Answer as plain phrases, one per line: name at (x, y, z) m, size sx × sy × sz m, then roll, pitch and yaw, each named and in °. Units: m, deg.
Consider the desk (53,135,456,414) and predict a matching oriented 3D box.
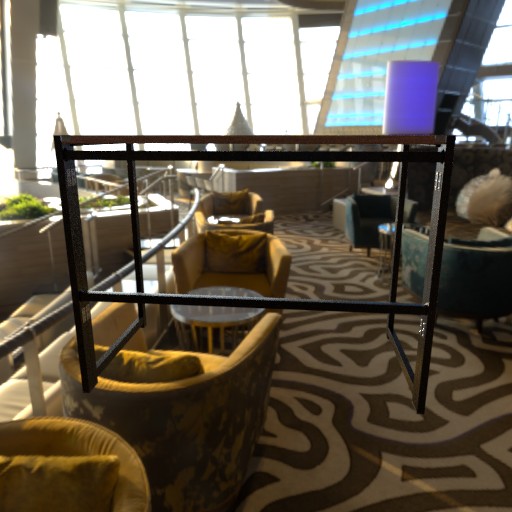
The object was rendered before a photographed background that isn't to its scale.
desk at (0.000, 0.000, 1.448) m, size 1.016 × 0.762 × 0.508 m, roll 2°, pitch 15°, yaw 6°
